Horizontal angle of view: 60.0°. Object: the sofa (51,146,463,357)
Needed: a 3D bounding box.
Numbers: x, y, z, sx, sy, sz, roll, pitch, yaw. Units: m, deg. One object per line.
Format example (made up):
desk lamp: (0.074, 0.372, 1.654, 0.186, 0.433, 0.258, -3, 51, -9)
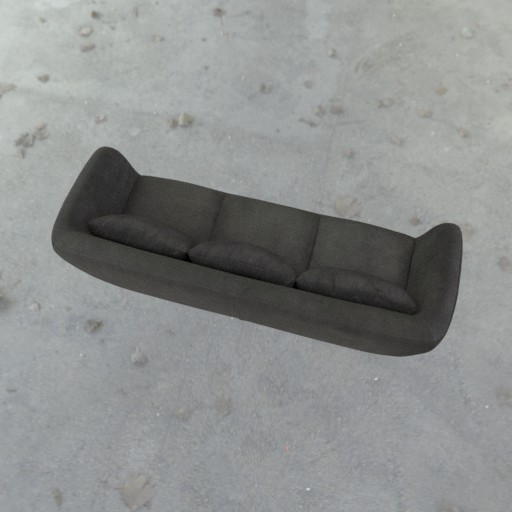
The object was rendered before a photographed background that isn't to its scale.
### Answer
sofa: (0.000, 0.000, 2.798, 2.296, 0.875, 0.956, 14, 63, 7)
